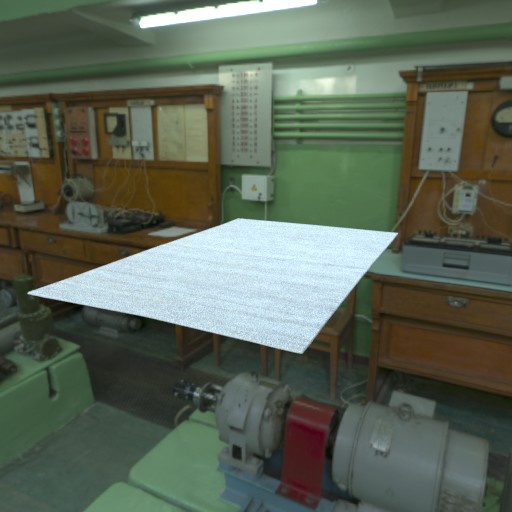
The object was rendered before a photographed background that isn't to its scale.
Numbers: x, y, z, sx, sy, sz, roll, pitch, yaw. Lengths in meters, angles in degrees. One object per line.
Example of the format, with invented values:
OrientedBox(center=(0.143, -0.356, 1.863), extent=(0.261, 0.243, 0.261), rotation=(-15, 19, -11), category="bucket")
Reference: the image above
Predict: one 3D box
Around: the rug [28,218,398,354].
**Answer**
OrientedBox(center=(0.000, 0.000, 2.336), extent=(1.179, 0.022, 1.820), rotation=(7, 17, 25), category="rug")
